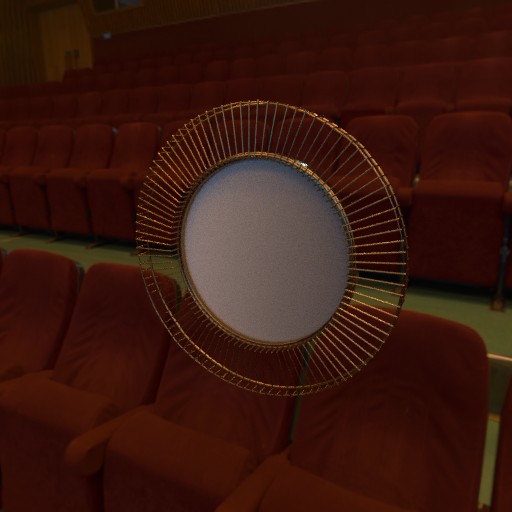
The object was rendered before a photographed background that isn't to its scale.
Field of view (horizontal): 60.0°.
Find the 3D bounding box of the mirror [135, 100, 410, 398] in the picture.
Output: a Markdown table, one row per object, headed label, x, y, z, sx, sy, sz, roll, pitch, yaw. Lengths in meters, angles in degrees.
| label | x | y | z | sx | sy | sz | roll | pitch | yaw |
| --- | --- | --- | --- | --- | --- | --- | --- | --- | --- |
| mirror | 0.000 | 0.000 | 1.064 | 0.703 | 0.703 | 0.067 | 7 | 16 | 27 |
